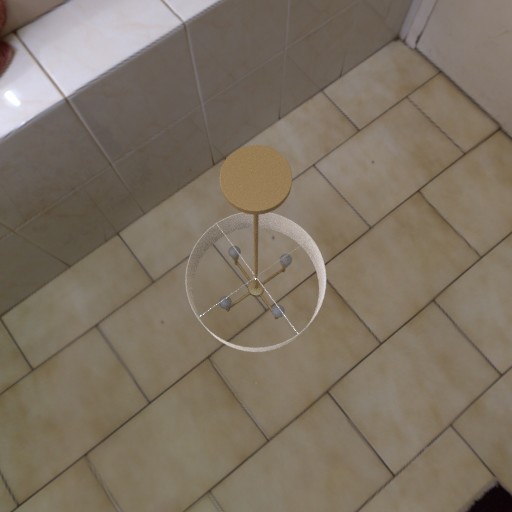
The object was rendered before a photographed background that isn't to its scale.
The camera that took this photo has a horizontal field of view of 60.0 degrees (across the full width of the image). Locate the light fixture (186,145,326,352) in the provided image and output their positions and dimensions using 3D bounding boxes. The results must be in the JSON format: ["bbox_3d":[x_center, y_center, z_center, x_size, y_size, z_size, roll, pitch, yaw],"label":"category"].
[{"bbox_3d":[0.000,0.000,1.338,0.508,1.067,0.508,0,74,0],"label":"light fixture"}]
